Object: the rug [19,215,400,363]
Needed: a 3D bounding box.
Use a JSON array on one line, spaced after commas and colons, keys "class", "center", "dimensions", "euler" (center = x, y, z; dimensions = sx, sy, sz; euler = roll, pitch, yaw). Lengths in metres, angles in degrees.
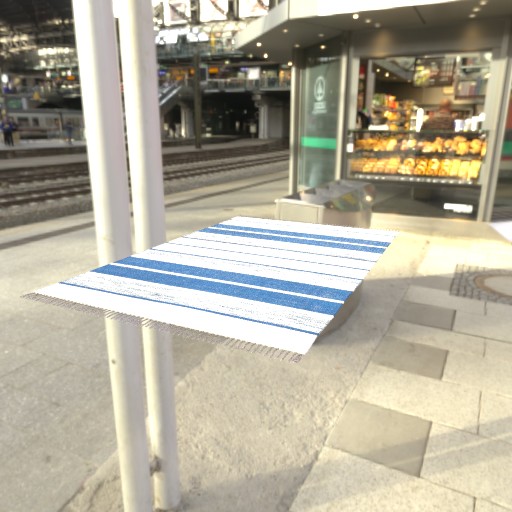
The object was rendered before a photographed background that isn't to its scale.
[{"class": "rug", "center": [0.000, 0.000, 3.017], "dimensions": [1.532, 0.010, 2.441], "euler": [8, 18, 25]}]
